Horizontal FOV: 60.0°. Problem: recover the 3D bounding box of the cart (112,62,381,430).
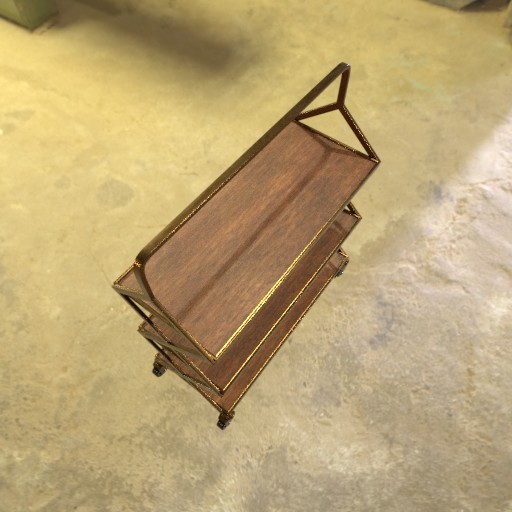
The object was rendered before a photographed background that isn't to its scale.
[{"bbox_3d":[0.000,0.000,1.203,0.313,0.805,0.723,33,63,19],"label":"cart"}]
